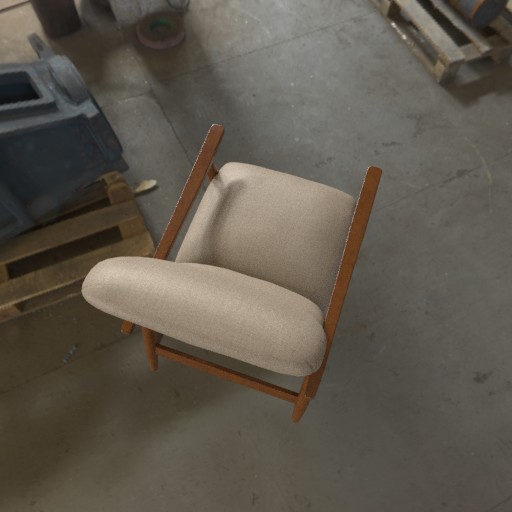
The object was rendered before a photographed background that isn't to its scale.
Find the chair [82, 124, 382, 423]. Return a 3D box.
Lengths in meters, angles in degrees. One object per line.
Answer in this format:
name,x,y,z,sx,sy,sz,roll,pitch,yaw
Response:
chair,0.000,0.000,1.760,0.762,1.082,1.032,17,65,8
